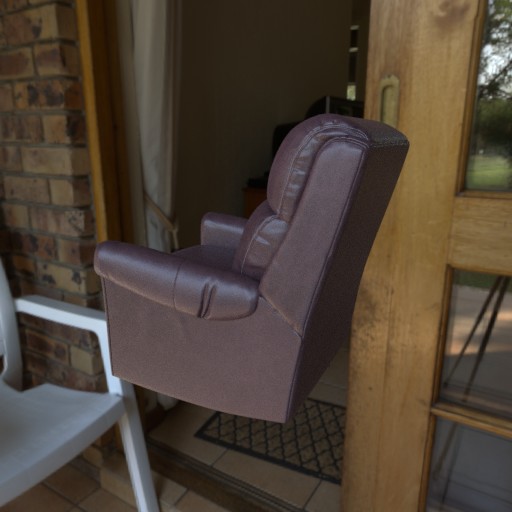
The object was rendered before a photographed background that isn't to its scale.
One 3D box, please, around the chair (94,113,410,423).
[{"bbox_3d":[0.000,0.000,1.775,1.014,1.054,0.838,7,17,26],"label":"chair"}]
